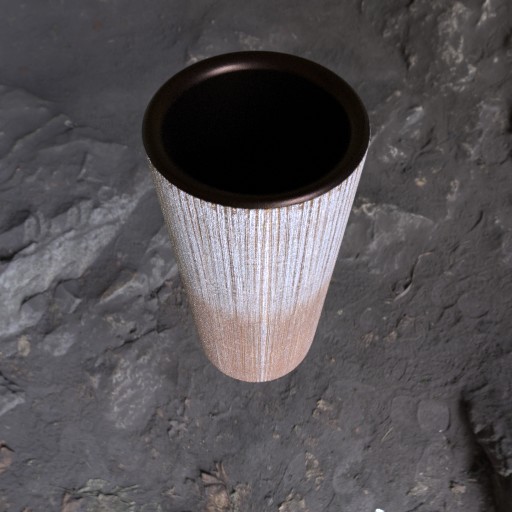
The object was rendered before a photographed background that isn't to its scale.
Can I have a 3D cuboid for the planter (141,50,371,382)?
[{"bbox_3d":[0.000,0.000,0.288,0.100,0.227,0.100,17,59,11],"label":"planter"}]
